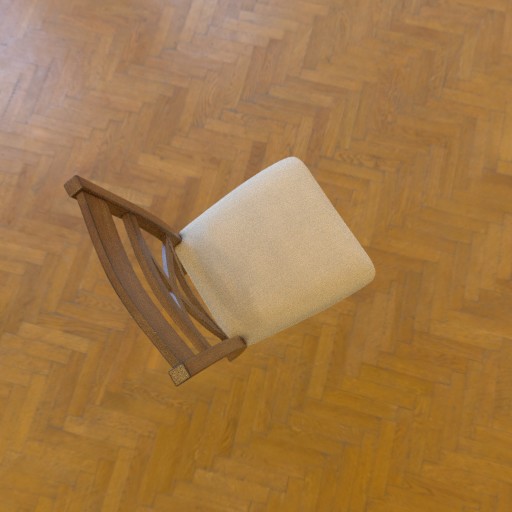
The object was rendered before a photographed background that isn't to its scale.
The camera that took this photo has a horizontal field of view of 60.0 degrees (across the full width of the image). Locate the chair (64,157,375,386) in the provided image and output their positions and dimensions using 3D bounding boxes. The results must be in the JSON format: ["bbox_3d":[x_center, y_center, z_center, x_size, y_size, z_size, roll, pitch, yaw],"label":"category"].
[{"bbox_3d":[0.000,0.000,1.238,0.581,0.949,0.461,-31,79,-7],"label":"chair"}]
